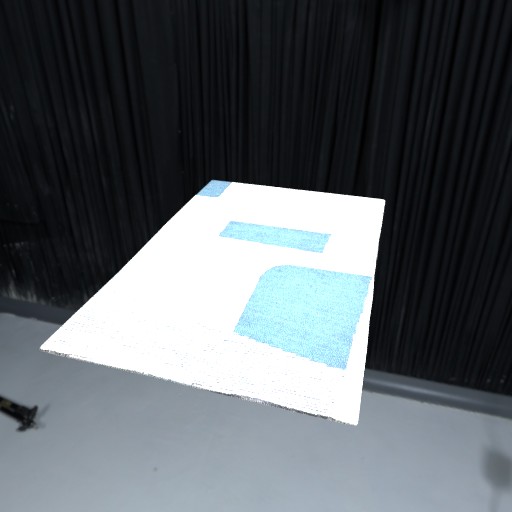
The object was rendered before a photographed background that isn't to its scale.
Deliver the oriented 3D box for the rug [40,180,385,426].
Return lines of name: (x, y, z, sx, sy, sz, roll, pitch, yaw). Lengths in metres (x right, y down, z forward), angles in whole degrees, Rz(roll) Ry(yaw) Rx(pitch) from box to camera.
rug: (0.000, 0.000, 2.346, 1.238, 0.020, 1.847, 9, 32, 14)
